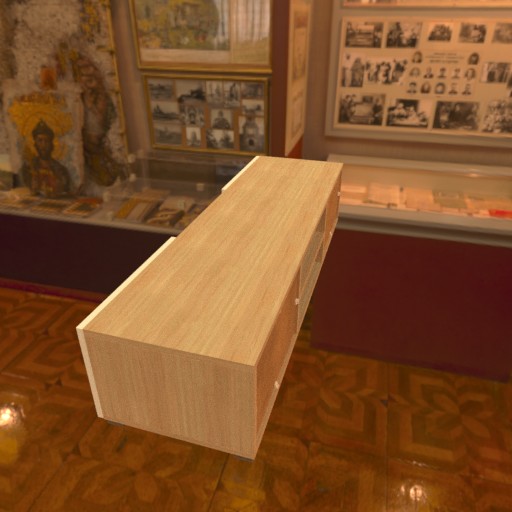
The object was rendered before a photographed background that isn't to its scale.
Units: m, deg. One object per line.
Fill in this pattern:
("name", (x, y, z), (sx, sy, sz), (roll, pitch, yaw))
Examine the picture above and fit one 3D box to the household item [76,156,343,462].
("household item", (0.000, 0.000, 1.601), (0.420, 0.310, 1.400), (8, 30, 15))
